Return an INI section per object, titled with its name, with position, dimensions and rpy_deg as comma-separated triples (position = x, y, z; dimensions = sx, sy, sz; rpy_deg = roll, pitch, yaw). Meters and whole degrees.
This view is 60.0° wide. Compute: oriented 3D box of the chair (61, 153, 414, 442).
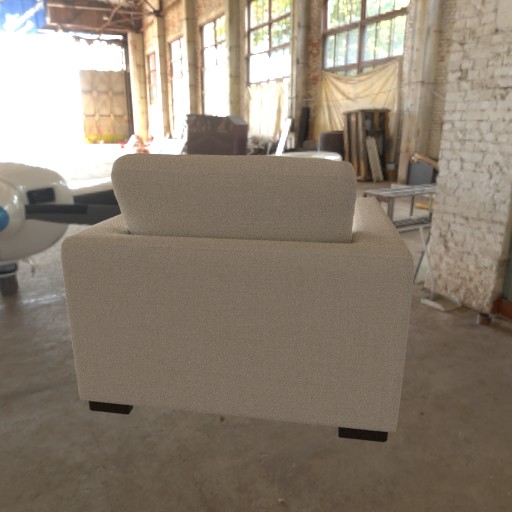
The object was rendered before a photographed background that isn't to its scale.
[chair]
position = 0.000, 0.000, 1.855
dimensions = 1.070, 0.876, 1.100
rpy_deg = 3, 17, 9
